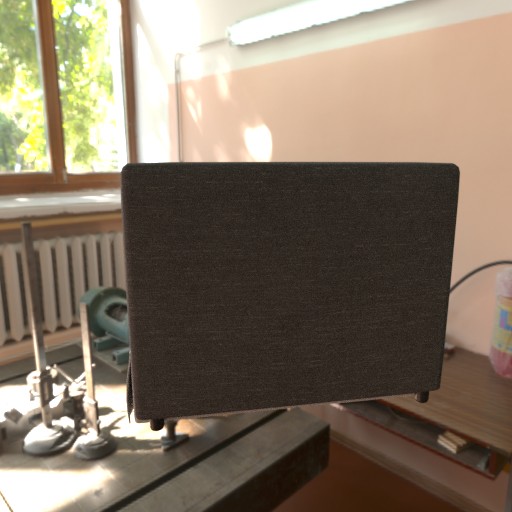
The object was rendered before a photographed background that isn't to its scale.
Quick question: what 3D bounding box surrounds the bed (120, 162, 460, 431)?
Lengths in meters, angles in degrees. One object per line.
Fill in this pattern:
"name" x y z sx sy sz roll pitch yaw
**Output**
"bed" 0.000 0.000 3.202 1.723 1.330 2.142 -2 12 -10
